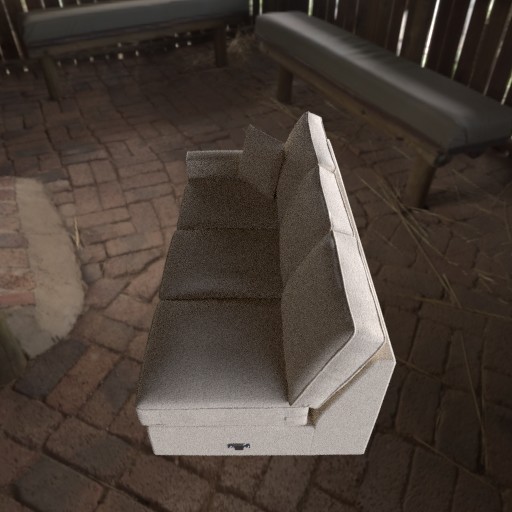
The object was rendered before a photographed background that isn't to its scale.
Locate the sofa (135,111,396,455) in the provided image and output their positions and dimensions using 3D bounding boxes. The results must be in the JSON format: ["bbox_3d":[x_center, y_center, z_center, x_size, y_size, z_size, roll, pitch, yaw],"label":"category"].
[{"bbox_3d":[0.000,0.000,2.541,1.034,0.946,1.962,0,40,0],"label":"sofa"}]
